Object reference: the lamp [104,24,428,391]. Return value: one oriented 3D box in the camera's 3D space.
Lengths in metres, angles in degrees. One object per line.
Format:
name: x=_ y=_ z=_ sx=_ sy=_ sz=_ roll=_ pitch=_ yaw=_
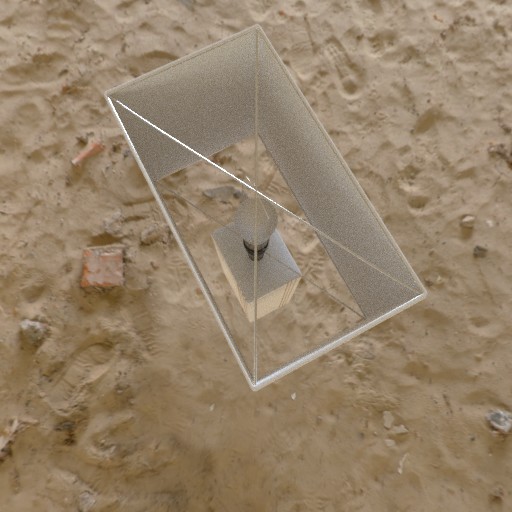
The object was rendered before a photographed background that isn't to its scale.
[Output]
lamp: x=0.000 y=0.000 z=0.692 sx=0.182 sy=0.543 sz=0.334 roll=-27 pitch=77 yaw=-7
